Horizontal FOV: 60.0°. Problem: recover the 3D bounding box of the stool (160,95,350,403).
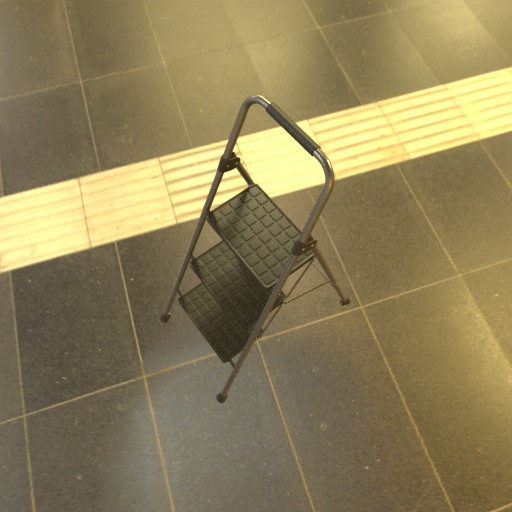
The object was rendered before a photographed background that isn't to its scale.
[{"bbox_3d":[0.000,0.000,1.486,0.733,1.121,0.473,-35,69,-15],"label":"stool"}]
